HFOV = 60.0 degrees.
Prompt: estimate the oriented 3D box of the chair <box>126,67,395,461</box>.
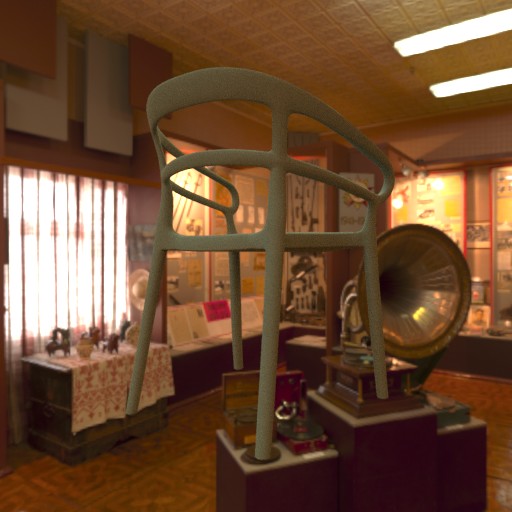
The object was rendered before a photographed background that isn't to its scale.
[{"bbox_3d":[0.000,0.000,1.139,0.559,0.761,0.527,0,0,37],"label":"chair"}]
